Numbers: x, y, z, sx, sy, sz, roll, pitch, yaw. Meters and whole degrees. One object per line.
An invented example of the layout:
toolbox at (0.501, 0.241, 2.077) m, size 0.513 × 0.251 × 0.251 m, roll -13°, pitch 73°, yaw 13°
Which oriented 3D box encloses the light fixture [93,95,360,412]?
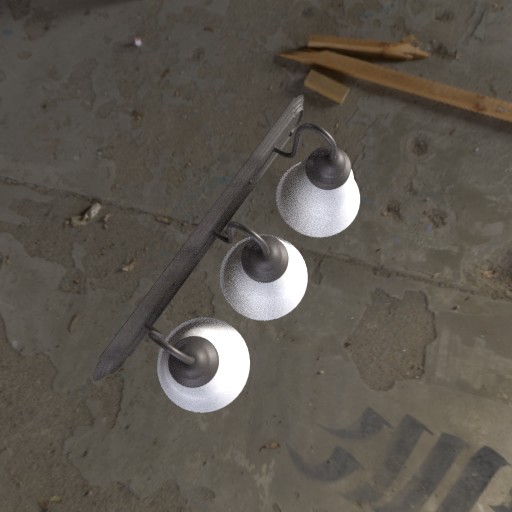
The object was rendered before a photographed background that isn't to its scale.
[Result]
light fixture at (0.000, 0.000, 0.726) m, size 0.199 × 0.222 × 0.610 m, roll 33°, pitch 77°, yaw 8°
